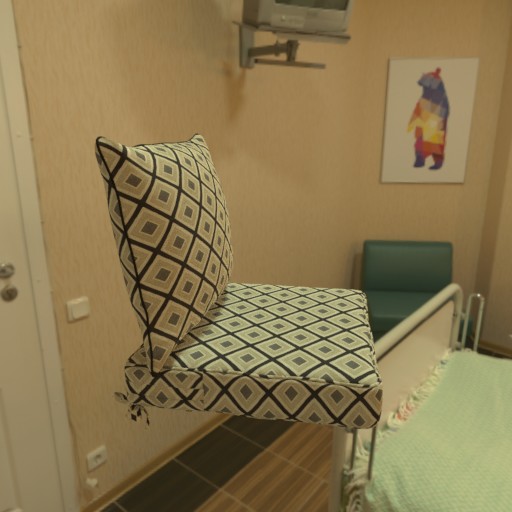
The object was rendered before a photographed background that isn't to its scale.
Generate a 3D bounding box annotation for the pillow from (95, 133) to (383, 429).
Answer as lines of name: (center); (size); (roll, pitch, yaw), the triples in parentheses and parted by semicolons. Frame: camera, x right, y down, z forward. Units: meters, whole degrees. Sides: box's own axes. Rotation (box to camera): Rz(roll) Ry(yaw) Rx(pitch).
pillow: (0.000, 0.000, 1.357); (0.733, 0.722, 0.798); (3, 16, 9)
